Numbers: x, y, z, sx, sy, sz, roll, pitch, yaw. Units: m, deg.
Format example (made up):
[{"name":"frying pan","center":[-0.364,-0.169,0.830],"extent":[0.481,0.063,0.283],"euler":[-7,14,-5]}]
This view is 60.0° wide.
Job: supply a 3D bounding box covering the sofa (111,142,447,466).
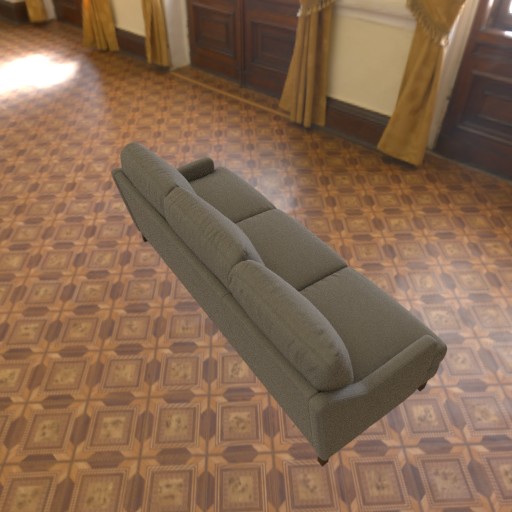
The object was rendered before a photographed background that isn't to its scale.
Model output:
[{"name":"sofa","center":[0.000,0.000,2.880],"extent":[0.987,0.926,2.344],"euler":[-25,47,-25]}]
